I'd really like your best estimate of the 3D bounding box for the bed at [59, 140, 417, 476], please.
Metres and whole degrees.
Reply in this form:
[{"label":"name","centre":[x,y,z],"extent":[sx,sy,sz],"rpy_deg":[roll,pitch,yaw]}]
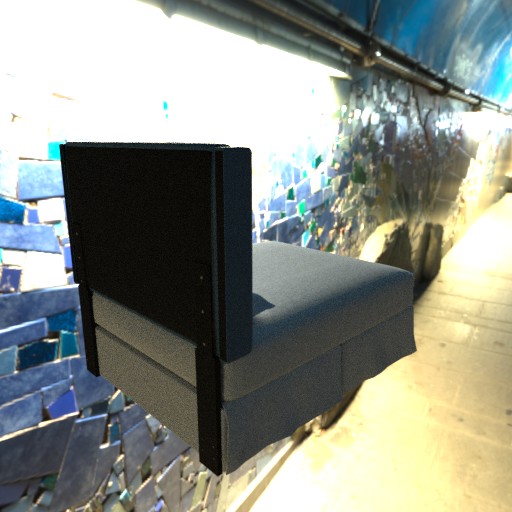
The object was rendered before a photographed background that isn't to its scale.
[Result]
[{"label":"bed","centre":[0.000,0.000,3.298],"extent":[2.078,1.665,1.719],"rpy_deg":[-14,20,-43]}]
